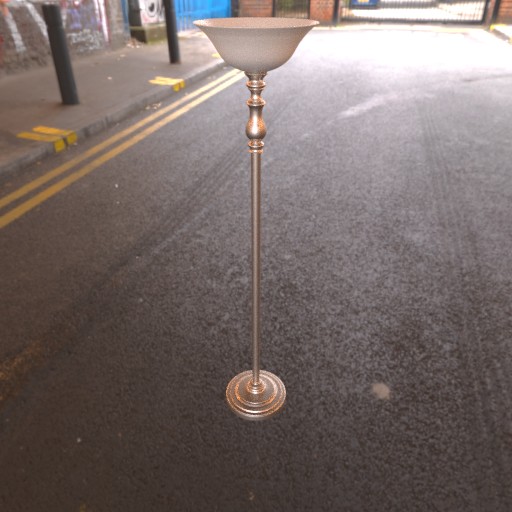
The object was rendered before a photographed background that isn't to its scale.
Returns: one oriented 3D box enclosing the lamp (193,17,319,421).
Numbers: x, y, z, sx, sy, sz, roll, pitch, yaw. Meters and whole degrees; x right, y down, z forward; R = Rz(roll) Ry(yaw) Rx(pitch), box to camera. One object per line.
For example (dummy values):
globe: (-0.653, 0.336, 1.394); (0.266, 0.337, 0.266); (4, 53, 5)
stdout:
lamp: (0.000, 0.000, 1.890); (0.405, 1.771, 0.405); (-20, 37, -29)
